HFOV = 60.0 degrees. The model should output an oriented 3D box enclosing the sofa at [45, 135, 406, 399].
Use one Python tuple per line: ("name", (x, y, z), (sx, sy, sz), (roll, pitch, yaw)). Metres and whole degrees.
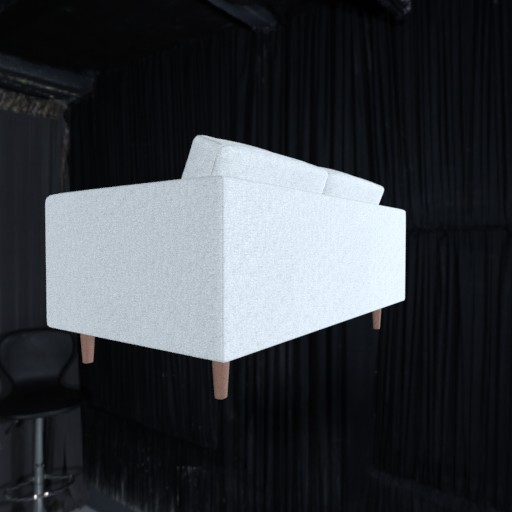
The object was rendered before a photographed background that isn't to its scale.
("sofa", (0.000, 0.000, 2.272), (1.000, 0.900, 1.731), (1, 2, 35))
